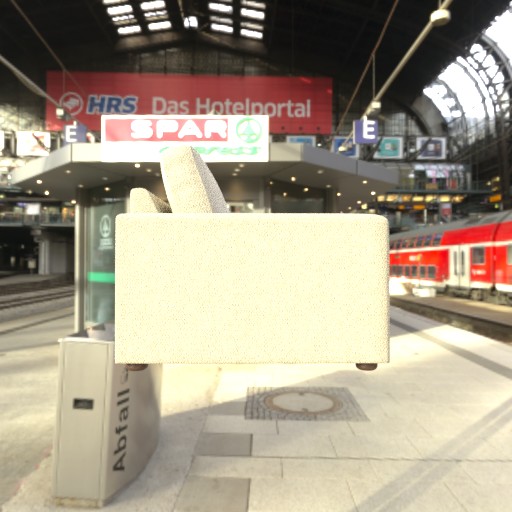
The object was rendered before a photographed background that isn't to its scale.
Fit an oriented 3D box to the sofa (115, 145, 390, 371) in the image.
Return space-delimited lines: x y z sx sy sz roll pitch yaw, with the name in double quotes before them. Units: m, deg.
"sofa" 0.000 0.000 2.652 1.016 0.873 2.179 0 -1 0
